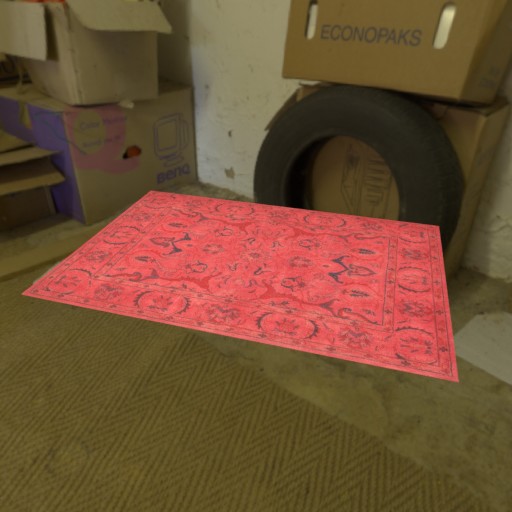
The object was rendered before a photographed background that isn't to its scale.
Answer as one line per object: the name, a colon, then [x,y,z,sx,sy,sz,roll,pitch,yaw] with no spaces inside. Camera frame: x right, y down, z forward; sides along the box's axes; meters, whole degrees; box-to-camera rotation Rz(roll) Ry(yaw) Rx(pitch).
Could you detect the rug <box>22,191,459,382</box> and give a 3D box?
rug: [0.000,0.000,2.242,1.814,0.008,1.209,9,32,14]
